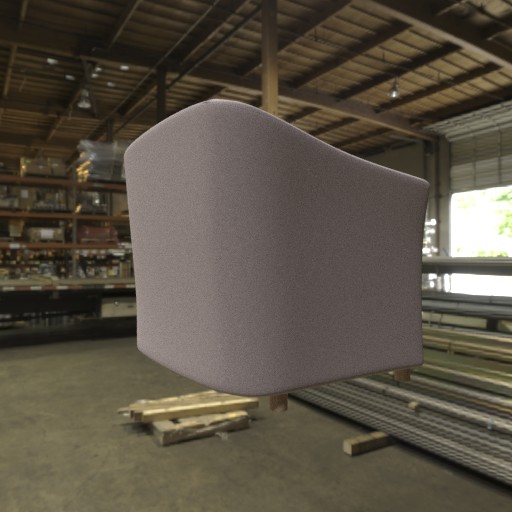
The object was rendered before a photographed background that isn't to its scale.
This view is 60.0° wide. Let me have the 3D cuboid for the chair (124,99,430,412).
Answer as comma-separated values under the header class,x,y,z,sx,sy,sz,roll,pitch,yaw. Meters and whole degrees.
class,x,y,z,sx,sy,sz,roll,pitch,yaw
chair,0.000,0.000,1.407,0.700,0.720,0.790,0,0,-33
